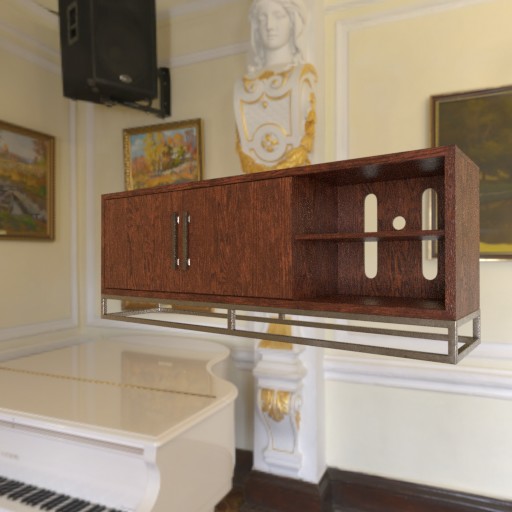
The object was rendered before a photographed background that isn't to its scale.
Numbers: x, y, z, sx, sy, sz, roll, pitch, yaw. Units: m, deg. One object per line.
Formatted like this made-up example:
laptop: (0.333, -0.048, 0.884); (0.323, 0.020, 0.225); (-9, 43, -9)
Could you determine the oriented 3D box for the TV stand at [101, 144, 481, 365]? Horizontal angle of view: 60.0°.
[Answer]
TV stand: (0.000, 0.000, 1.751); (1.541, 0.578, 0.382); (0, -1, 36)
